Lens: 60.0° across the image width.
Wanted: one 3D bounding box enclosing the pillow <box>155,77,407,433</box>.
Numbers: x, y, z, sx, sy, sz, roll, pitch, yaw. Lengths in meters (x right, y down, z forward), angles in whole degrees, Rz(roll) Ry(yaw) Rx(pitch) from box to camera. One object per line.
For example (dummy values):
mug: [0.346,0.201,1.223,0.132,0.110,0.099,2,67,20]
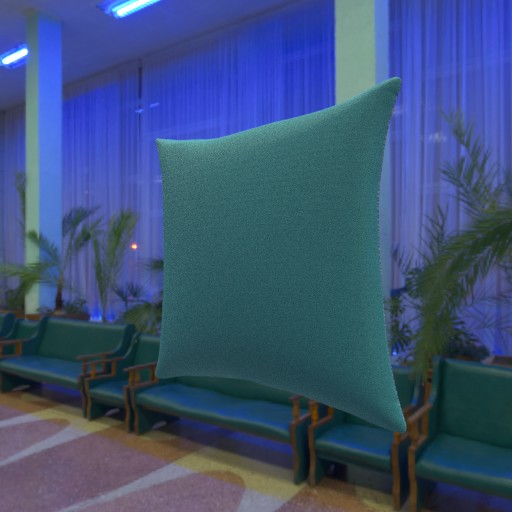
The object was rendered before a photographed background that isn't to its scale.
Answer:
pillow: [0.000,0.000,0.764,0.514,0.497,0.150,0,-1,37]
